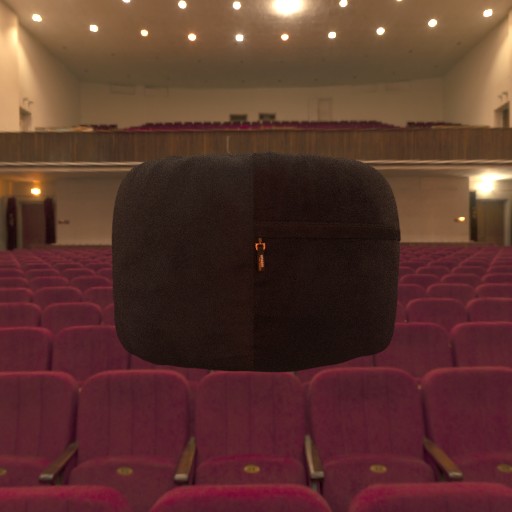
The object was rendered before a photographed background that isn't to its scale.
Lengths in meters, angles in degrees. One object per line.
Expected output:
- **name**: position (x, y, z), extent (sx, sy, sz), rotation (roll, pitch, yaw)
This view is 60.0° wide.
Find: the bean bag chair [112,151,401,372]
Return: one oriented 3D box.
- **bean bag chair**: position (0.000, 0.000, 1.963), extent (1.219, 0.762, 1.219), rotation (0, 1, 0)
